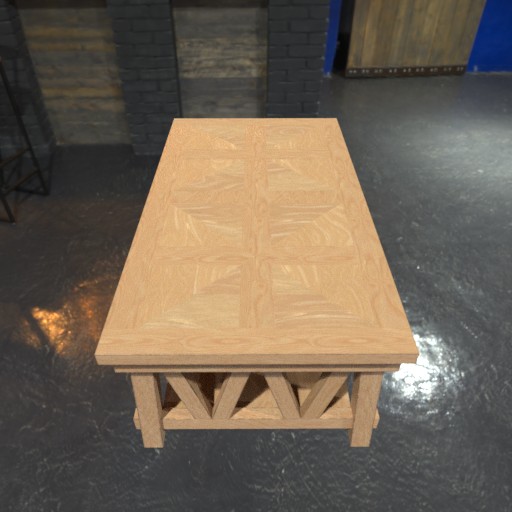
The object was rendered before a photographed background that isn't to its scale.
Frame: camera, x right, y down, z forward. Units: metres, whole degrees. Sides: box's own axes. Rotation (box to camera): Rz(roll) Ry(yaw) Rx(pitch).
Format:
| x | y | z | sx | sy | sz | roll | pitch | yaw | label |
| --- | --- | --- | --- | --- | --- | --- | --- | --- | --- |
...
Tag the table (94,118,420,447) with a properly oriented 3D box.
| x | y | z | sx | sy | sz | roll | pitch | yaw | label |
| --- | --- | --- | --- | --- | --- | --- | --- | --- | --- |
| 0.000 | 0.000 | 1.618 | 0.711 | 0.507 | 1.270 | 0 | 40 | 0 | table |
